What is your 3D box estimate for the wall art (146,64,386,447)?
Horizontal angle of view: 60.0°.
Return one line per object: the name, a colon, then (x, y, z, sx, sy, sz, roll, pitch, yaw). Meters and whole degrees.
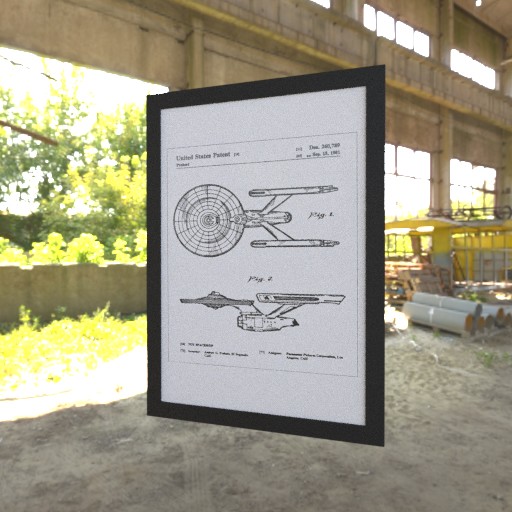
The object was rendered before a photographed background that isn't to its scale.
wall art: (0.000, 0.000, 0.677, 0.379, 0.530, 0.008, 0, 1, 18)
